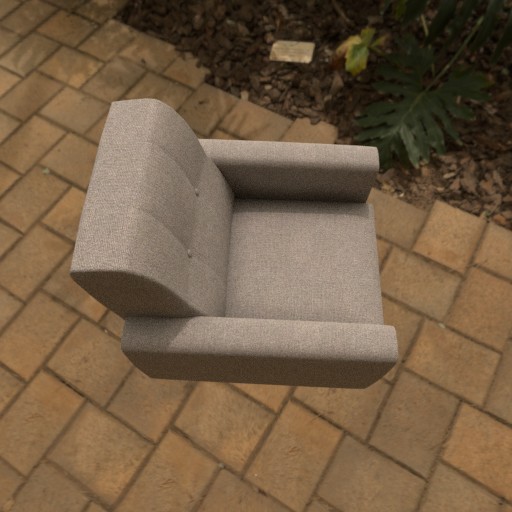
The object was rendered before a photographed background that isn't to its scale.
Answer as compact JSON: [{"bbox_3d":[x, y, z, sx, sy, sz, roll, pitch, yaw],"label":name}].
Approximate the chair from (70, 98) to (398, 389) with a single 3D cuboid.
[{"bbox_3d":[0.000,0.000,1.647,0.942,0.968,0.845,2,64,1],"label":"chair"}]
